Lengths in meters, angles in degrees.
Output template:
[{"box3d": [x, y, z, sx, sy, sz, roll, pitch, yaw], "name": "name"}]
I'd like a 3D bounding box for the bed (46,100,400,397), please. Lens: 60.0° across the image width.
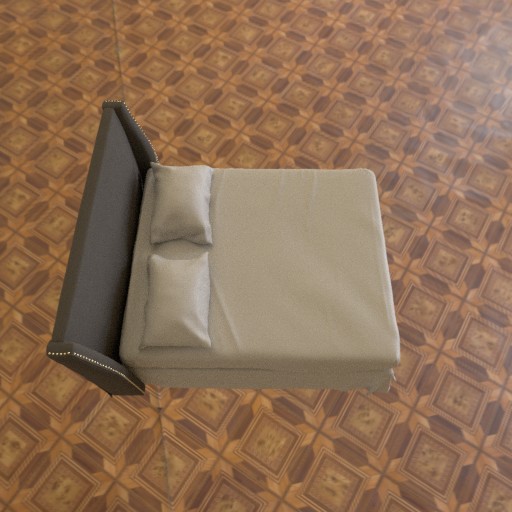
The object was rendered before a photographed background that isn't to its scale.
[{"box3d": [0.000, 0.000, 3.383, 2.276, 1.332, 1.925, 1, 63, 0], "name": "bed"}]
